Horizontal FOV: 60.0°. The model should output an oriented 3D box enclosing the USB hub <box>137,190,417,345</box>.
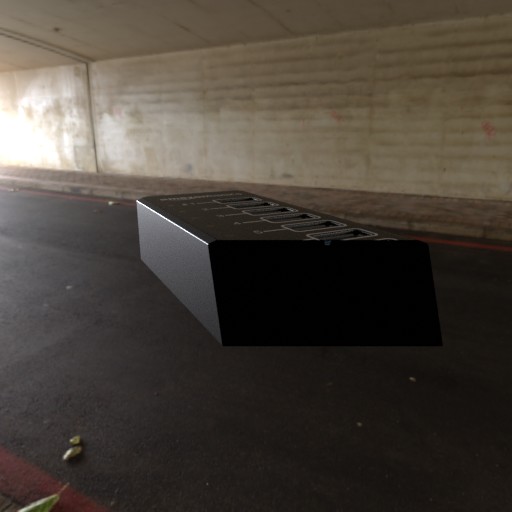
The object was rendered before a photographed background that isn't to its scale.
[{"bbox_3d":[0.000,0.000,0.129,0.044,0.023,0.110,-8,18,-26],"label":"USB hub"}]
